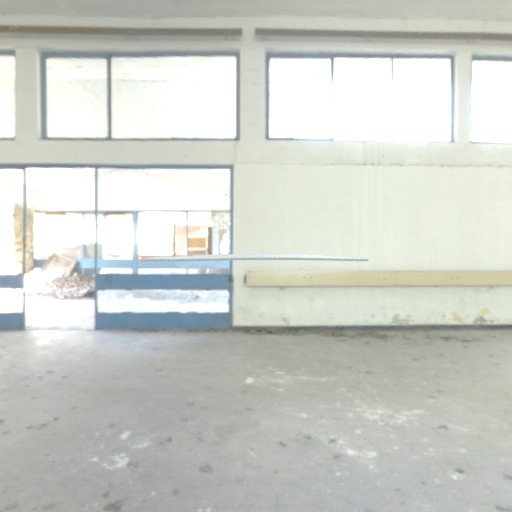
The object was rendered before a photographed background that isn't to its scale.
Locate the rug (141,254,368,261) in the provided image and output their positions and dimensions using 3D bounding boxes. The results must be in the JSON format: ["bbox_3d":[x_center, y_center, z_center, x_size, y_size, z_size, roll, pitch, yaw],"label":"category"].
[{"bbox_3d":[0.000,0.000,2.699,0.762,0.013,2.439,0,1,0],"label":"rug"}]
